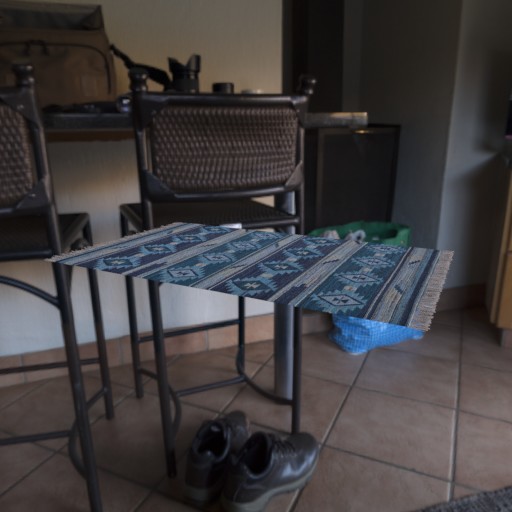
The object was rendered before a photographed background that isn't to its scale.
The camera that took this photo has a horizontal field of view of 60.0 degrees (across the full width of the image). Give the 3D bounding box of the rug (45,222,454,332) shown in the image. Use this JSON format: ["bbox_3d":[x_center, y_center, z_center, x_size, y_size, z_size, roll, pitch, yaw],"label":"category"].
[{"bbox_3d":[0.000,0.000,2.434,1.936,0.028,1.181,8,17,26],"label":"rug"}]
